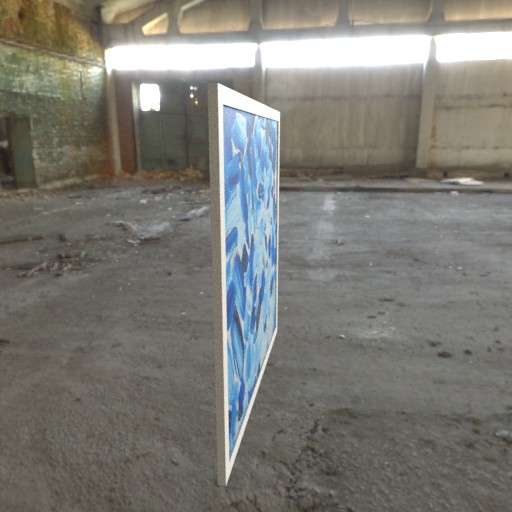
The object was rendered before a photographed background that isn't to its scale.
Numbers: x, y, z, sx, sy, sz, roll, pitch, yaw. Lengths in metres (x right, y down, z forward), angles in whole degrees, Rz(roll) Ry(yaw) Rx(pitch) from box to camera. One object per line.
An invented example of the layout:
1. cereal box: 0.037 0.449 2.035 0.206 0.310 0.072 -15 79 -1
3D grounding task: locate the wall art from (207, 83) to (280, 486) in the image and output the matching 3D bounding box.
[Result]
1. wall art: 0.000 0.000 1.006 0.015 0.660 0.660 3 15 10
